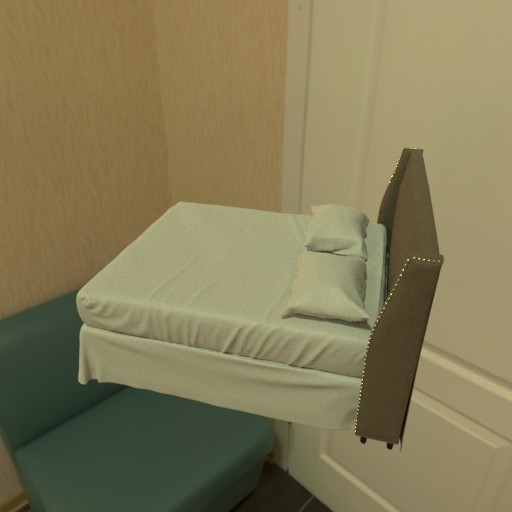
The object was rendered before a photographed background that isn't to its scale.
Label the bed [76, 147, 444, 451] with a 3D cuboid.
[{"bbox_3d":[0.000,0.000,3.332,2.276,1.332,1.925,8,30,13],"label":"bed"}]
